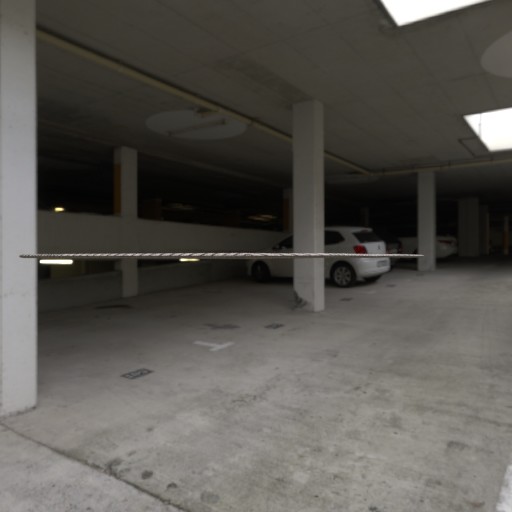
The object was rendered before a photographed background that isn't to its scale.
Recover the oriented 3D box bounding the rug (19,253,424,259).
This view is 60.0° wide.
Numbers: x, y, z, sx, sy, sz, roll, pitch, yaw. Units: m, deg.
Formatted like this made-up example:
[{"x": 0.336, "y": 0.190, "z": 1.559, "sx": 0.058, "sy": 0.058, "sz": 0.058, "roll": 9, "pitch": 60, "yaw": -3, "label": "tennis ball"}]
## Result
[{"x": 0.000, "y": 0.000, "z": 2.321, "sx": 1.237, "sy": 0.019, "sz": 1.842, "roll": 0, "pitch": 0, "yaw": 35, "label": "rug"}]
